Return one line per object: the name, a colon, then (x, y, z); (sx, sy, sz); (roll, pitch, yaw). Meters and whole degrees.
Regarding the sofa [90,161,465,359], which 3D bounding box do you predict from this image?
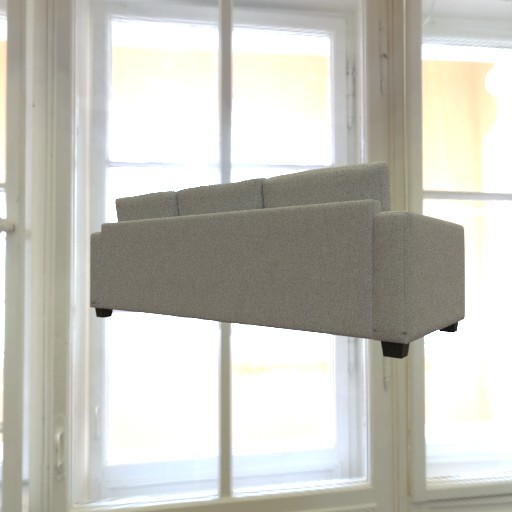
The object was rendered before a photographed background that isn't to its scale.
sofa: (0.000, 0.000, 2.634); (2.120, 0.800, 0.900); (0, -1, 38)
